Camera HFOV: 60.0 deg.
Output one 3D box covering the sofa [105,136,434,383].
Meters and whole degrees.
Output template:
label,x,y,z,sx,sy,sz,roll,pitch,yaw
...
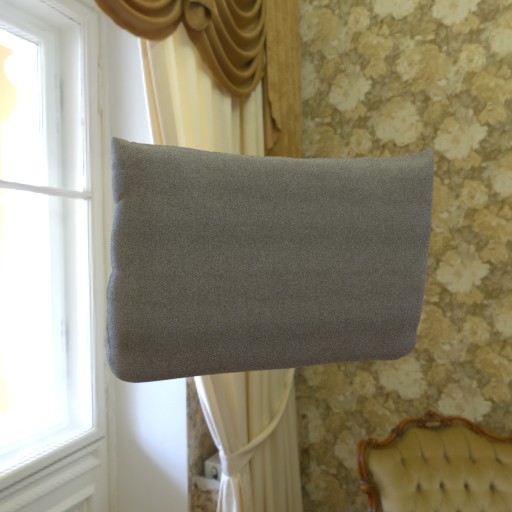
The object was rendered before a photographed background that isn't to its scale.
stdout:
label,x,y,z,sx,sy,sz,roll,pitch,yaw
sofa,0.000,0.000,1.772,1.144,0.795,0.847,0,1,-19
